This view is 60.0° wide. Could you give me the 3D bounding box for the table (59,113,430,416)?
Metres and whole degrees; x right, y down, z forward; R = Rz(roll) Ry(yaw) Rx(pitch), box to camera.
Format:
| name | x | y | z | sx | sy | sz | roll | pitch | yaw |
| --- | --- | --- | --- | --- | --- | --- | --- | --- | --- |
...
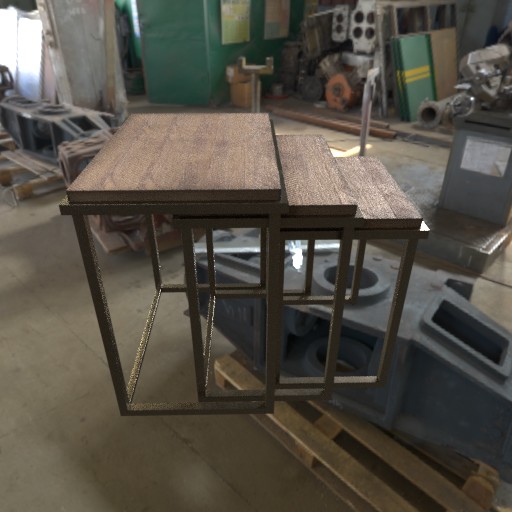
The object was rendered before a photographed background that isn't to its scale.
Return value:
| name | x | y | z | sx | sy | sz | roll | pitch | yaw |
| --- | --- | --- | --- | --- | --- | --- | --- | --- | --- |
| table | 0.000 | 0.000 | 1.172 | 0.706 | 0.610 | 0.559 | -1 | 32 | -1 |
